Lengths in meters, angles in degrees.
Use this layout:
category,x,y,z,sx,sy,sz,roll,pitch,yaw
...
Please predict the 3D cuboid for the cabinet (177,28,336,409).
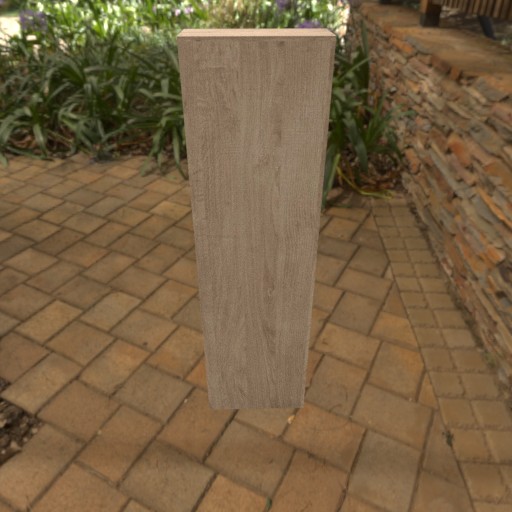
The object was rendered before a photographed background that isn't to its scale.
category,x,y,z,sx,sy,sz,roll,pitch,yaw
cabinet,0.000,0.000,1.972,0.500,1.790,0.230,-1,33,-1
